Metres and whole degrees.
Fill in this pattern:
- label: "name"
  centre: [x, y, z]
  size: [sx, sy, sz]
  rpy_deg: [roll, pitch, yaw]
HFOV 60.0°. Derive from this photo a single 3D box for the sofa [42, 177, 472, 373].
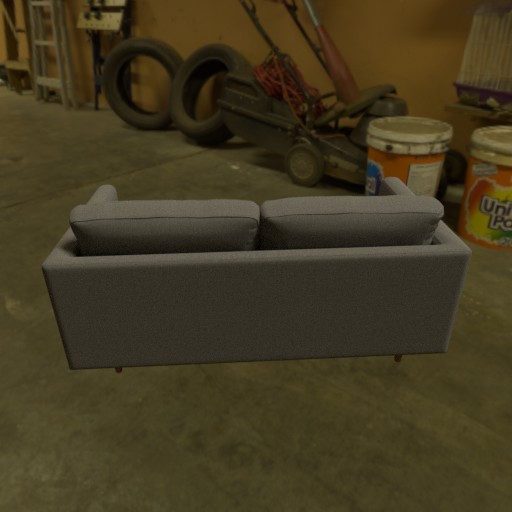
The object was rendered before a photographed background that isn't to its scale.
- label: "sofa"
  centre: [0.000, 0.000, 2.250]
  size: [1.713, 0.866, 0.940]
  rpy_deg: [-2, 29, -3]
